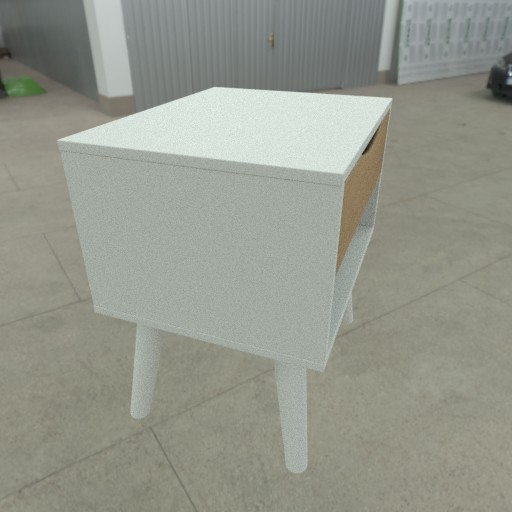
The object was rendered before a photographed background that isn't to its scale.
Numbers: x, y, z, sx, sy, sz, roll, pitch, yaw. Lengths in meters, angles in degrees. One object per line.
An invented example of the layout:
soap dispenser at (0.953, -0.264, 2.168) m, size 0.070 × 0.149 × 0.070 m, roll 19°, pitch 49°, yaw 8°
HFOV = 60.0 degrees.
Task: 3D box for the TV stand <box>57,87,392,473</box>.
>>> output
TV stand at (0.000, 0.000, 0.903) m, size 0.405 × 0.559 × 0.508 m, roll 11°, pitch 31°, yaw 18°
